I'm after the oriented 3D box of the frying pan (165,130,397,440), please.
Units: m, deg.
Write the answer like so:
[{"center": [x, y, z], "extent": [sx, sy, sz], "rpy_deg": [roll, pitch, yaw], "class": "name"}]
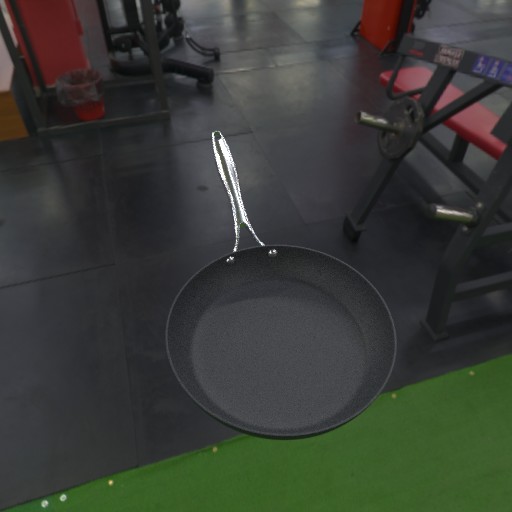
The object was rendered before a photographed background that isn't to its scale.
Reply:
[{"center": [0.000, 0.000, 0.571], "extent": [0.255, 0.105, 0.472], "rpy_deg": [-10, 46, -10], "class": "frying pan"}]
